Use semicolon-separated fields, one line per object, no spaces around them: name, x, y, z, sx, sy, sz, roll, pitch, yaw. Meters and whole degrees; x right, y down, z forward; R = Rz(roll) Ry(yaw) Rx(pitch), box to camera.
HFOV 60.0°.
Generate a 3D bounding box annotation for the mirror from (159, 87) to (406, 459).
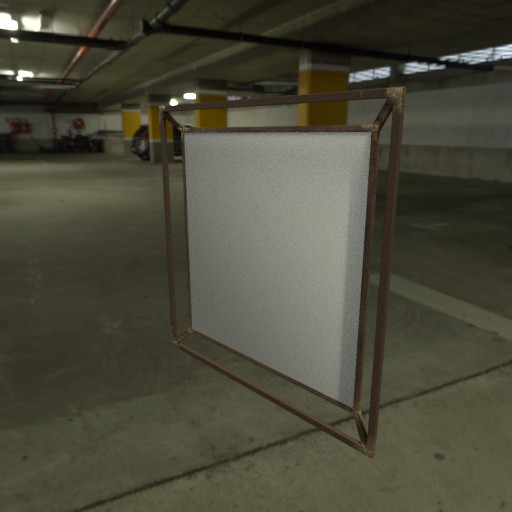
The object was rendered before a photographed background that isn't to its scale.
mirror;0.000;0.000;0.913;0.032;0.610;0.610;-15;21;-43
